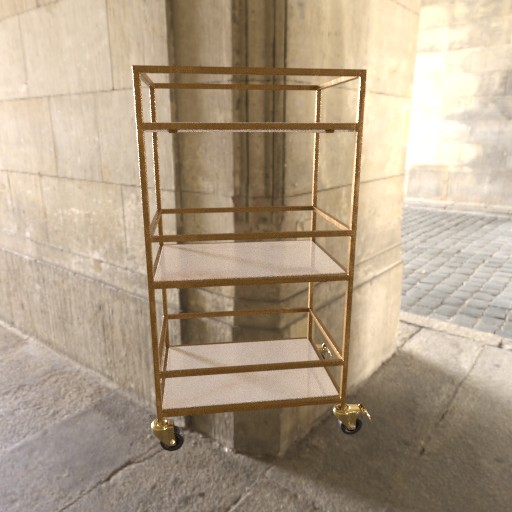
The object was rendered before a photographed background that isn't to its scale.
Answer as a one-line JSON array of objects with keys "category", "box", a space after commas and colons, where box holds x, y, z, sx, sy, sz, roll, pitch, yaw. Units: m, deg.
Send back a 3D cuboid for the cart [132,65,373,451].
[{"category": "cart", "box": [0.000, 0.000, 1.013, 0.483, 0.761, 0.332, -2, 16, -7]}]
